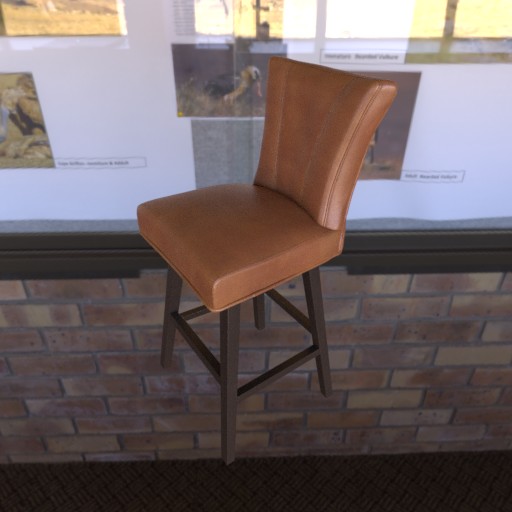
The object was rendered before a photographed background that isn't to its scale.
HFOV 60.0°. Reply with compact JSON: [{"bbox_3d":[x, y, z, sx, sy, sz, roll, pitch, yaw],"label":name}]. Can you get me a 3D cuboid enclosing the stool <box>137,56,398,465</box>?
[{"bbox_3d":[0.000,0.000,1.421,0.585,1.094,0.522,-20,37,-28],"label":"stool"}]
